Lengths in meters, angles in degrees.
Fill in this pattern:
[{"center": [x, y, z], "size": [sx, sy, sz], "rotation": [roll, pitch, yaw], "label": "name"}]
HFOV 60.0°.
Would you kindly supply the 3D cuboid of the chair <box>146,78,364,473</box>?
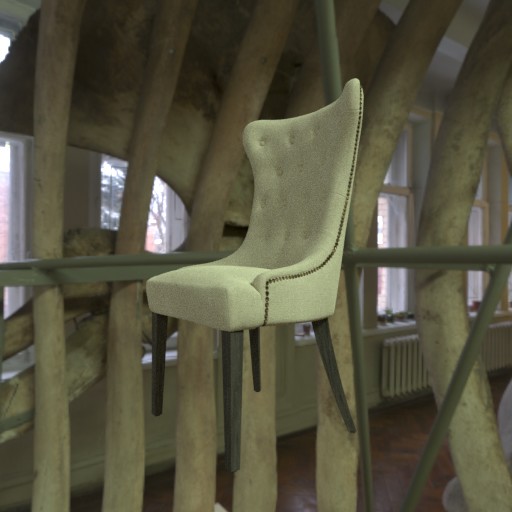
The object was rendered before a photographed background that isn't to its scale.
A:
[{"center": [0.000, 0.000, 1.436], "size": [0.590, 1.065, 0.584], "rotation": [0, 0, -36], "label": "chair"}]
